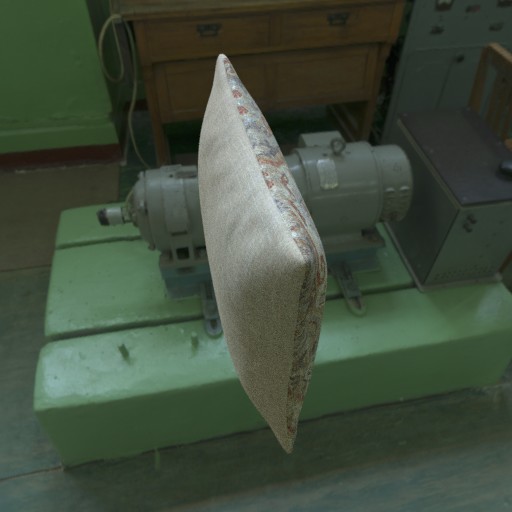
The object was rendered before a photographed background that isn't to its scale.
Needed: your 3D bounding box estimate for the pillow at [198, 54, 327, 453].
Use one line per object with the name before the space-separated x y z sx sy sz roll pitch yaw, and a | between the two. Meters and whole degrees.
pillow | 0.000 0.000 0.792 0.166 0.506 0.523 -9 47 -9
